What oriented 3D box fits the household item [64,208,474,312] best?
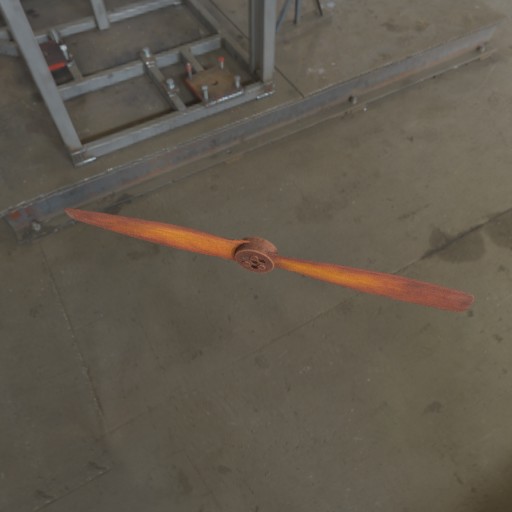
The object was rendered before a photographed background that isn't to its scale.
[{"bbox_3d":[0.000,0.000,1.258,1.181,0.121,0.051,13,58,8],"label":"household item"}]
